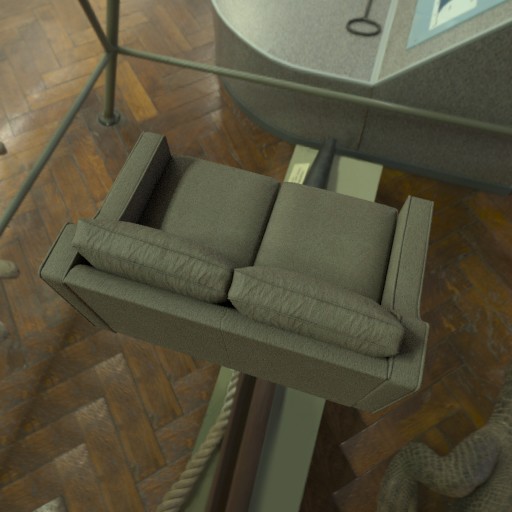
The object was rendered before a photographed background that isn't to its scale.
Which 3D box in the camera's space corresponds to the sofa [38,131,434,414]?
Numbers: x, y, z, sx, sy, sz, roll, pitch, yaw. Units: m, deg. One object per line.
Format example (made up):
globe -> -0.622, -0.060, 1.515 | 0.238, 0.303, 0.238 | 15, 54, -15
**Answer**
sofa -> 0.000, 0.000, 2.144 | 1.503, 0.981, 0.985 | 15, 64, 8
